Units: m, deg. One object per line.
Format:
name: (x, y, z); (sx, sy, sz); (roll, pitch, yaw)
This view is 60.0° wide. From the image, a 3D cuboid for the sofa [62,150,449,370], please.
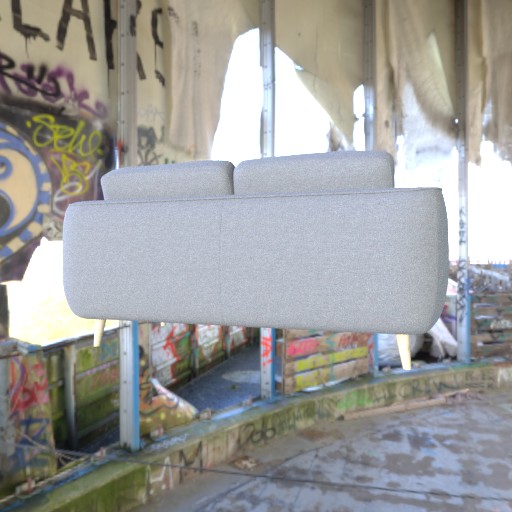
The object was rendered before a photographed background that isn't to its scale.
sofa: (0.000, 0.000, 2.178); (1.700, 0.850, 0.920); (0, 0, 18)
